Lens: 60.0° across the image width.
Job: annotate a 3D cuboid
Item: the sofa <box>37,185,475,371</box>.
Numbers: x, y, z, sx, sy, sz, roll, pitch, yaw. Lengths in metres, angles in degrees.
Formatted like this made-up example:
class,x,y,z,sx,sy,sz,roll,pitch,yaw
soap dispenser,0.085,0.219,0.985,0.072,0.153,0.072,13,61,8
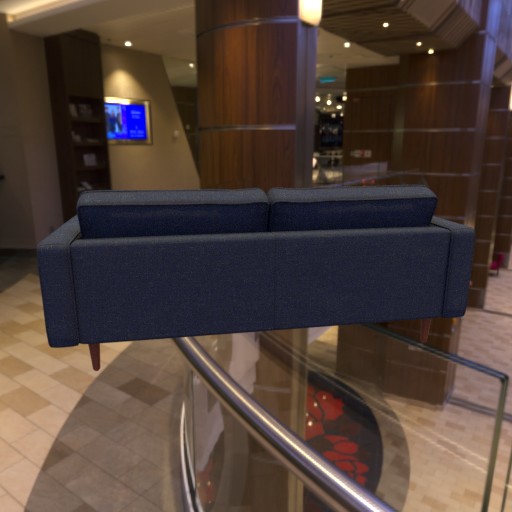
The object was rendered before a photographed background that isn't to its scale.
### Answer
class,x,y,z,sx,sy,sz,roll,pitch,yaw
sofa,0.000,0.000,2.316,1.880,0.762,0.914,-3,15,-10
